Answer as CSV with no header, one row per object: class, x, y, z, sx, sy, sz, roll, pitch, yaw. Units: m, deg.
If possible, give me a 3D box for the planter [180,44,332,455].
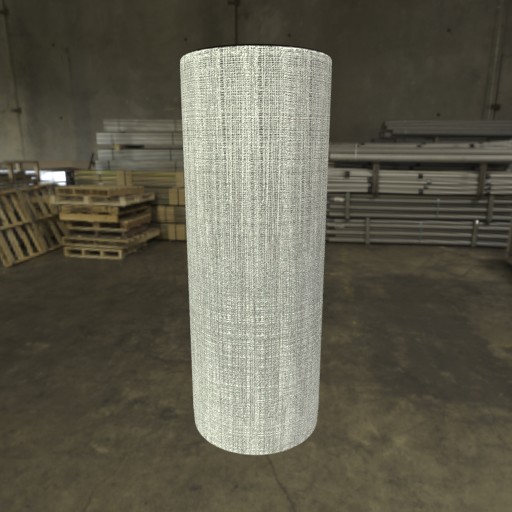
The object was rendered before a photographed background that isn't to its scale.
planter,0.000,0.000,0.328,0.100,0.270,0.100,2,15,8
